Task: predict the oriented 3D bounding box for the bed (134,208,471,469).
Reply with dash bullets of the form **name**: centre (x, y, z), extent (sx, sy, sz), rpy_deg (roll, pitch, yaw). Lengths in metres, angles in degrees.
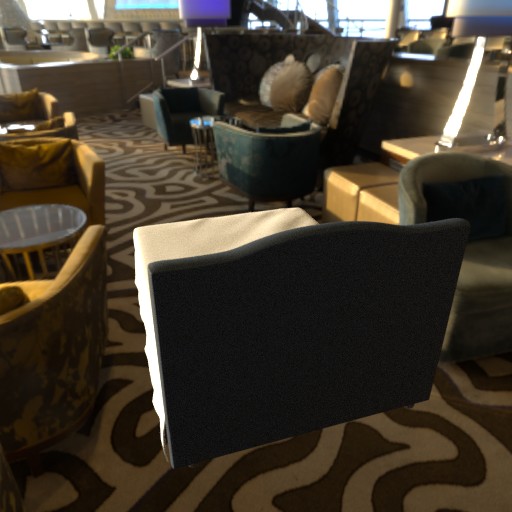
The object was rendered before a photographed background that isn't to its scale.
- **bed**: centre (0.000, 0.000, 3.385), extent (1.821, 1.436, 2.282), rpy_deg (-9, 29, -16)
